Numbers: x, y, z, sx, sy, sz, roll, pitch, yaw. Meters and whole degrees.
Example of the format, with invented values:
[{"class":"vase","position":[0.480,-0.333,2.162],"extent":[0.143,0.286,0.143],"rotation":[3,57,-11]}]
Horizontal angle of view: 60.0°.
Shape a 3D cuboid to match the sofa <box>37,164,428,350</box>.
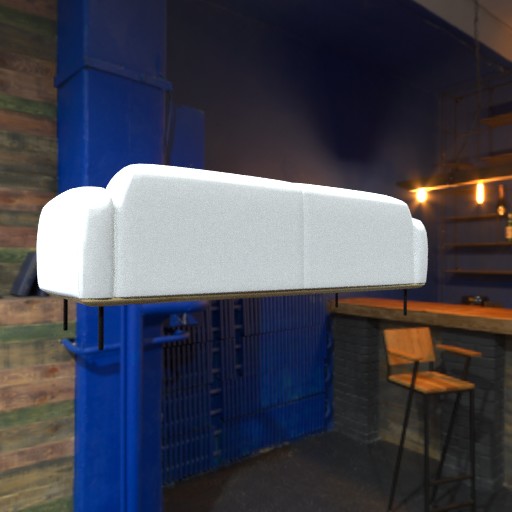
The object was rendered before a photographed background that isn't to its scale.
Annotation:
[{"class":"sofa","position":[0.000,0.000,2.618],"extent":[2.280,0.780,0.870],"rotation":[0,-1,-35]}]
